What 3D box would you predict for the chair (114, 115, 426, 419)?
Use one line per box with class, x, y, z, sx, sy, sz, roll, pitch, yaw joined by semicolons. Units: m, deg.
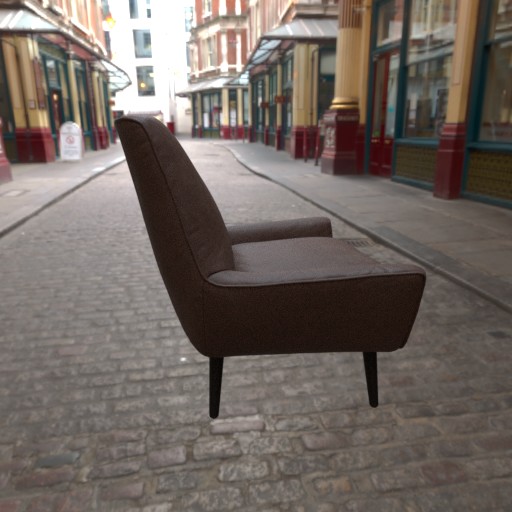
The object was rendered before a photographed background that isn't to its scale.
chair;0.000;0.000;1.480;0.824;0.888;0.787;-3;16;-11
